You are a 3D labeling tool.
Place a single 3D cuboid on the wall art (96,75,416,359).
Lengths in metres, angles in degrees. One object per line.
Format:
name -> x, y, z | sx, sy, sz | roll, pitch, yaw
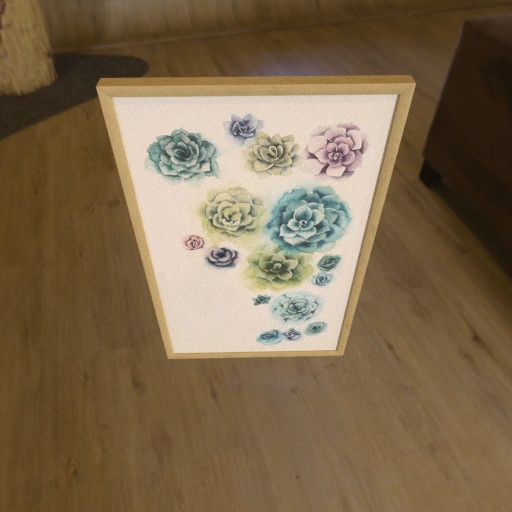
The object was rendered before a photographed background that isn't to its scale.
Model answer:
wall art -> 0.000, 0.000, 1.003 | 0.510, 0.810, 0.039 | -1, 45, -1
